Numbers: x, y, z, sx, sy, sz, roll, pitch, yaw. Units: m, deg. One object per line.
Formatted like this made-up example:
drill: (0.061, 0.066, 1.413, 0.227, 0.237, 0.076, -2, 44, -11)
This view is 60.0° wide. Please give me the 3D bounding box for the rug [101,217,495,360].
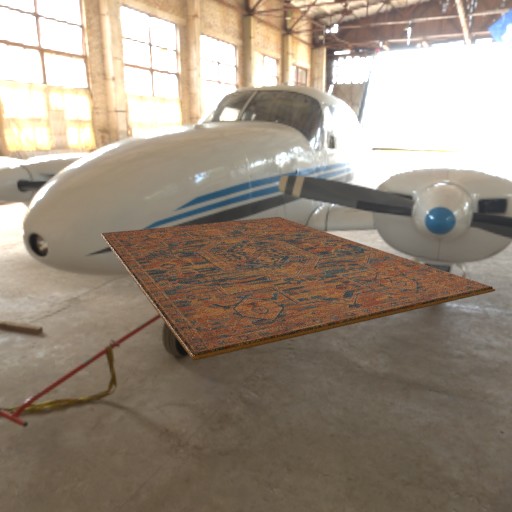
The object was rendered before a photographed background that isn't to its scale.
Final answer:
rug: (0.000, 0.000, 2.825, 1.588, 0.024, 2.204, -8, 17, -26)
